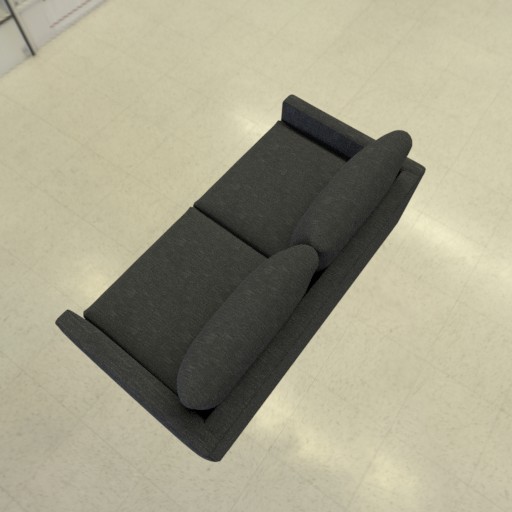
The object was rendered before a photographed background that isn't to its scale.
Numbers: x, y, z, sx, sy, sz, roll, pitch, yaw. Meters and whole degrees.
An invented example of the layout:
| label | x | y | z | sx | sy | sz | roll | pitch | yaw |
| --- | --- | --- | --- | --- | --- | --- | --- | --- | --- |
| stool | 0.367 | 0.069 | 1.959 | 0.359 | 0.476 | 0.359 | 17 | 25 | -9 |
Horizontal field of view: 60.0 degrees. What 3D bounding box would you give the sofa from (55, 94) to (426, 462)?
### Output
| label | x | y | z | sx | sy | sz | roll | pitch | yaw |
| --- | --- | --- | --- | --- | --- | --- | --- | --- | --- |
| sofa | 0.000 | 0.000 | 2.199 | 0.866 | 0.862 | 1.716 | 35 | 68 | 16 |
